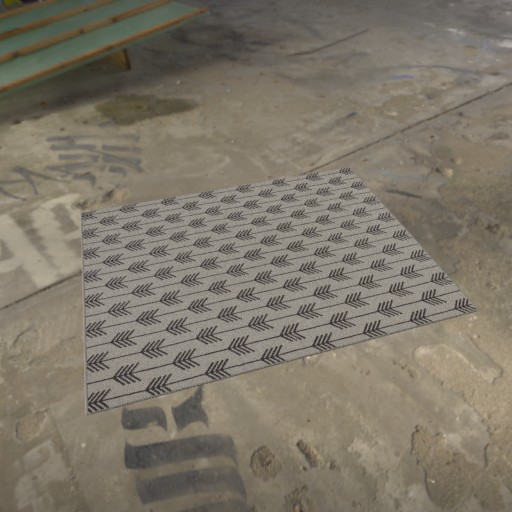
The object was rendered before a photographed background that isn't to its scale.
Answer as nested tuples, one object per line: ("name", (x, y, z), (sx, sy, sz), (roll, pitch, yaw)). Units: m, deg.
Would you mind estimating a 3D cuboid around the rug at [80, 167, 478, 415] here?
("rug", (0.000, 0.000, 4.069), (3.061, 0.010, 2.330), (-12, 43, -13))
